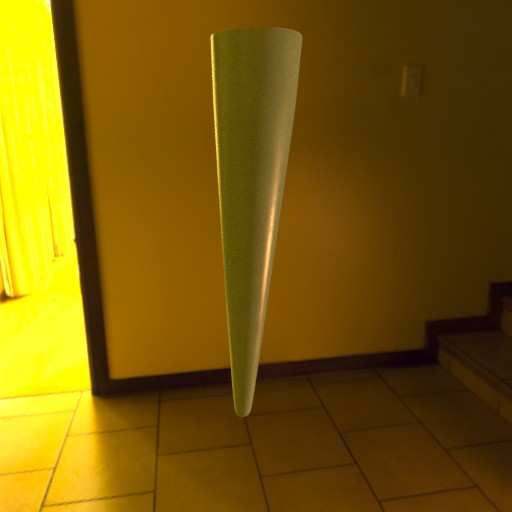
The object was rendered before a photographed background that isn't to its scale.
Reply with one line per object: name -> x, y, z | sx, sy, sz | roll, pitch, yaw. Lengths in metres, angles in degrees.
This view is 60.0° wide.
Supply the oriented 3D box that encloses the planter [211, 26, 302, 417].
planter -> 0.000, 0.000, 0.296 | 0.054, 0.268, 0.055 | -9, 17, -29
